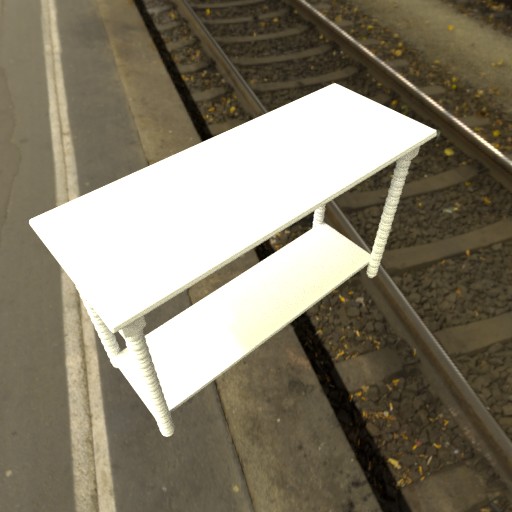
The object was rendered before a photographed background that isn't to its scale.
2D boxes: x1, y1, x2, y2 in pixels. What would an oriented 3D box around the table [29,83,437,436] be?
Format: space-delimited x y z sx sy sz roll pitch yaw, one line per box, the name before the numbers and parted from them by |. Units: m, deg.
table | 0.000 0.000 1.567 1.184 0.740 0.459 -32 55 -27
